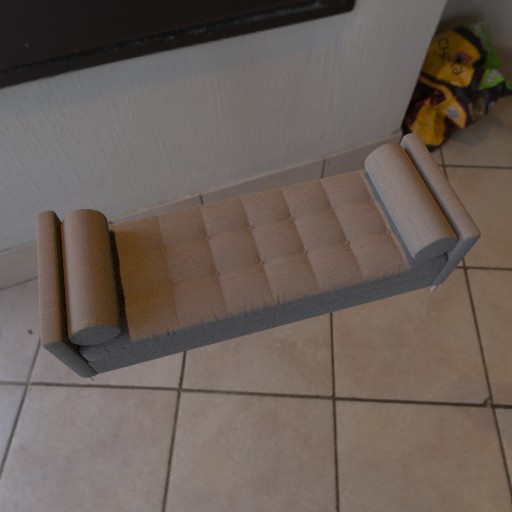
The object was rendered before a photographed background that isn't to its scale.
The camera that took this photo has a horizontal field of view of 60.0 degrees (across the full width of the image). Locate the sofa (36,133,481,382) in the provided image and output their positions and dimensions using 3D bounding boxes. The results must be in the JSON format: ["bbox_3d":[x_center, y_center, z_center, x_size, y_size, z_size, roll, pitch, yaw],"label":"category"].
[{"bbox_3d":[0.000,0.000,2.325,1.981,0.635,0.686,-14,61,-8],"label":"sofa"}]
